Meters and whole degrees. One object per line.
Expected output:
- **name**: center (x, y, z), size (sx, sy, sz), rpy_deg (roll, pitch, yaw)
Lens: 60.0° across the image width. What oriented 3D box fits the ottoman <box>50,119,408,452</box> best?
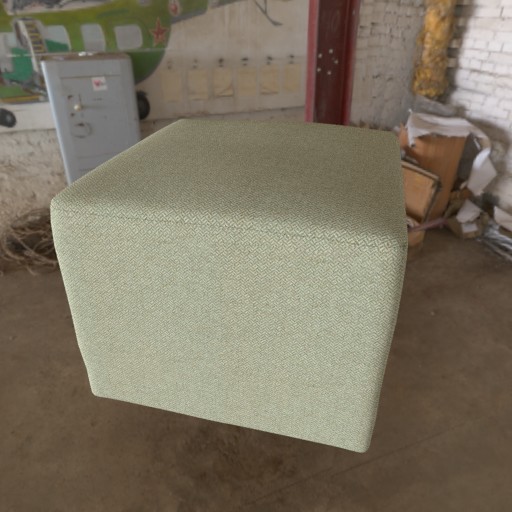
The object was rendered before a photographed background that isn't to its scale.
- **ottoman**: center (0.000, 0.000, 0.885), size (0.512, 0.453, 0.521), rpy_deg (7, 31, 12)
